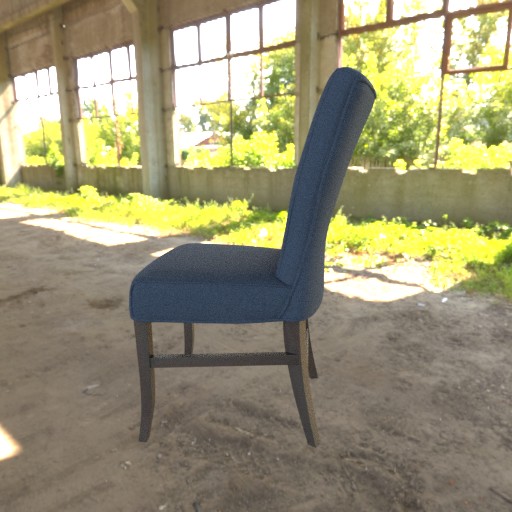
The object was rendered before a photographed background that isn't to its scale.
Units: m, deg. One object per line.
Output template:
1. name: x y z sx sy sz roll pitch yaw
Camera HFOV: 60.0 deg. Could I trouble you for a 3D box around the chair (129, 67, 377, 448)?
1. chair: 0.000 0.000 1.354 0.660 0.991 0.520 2 13 7
